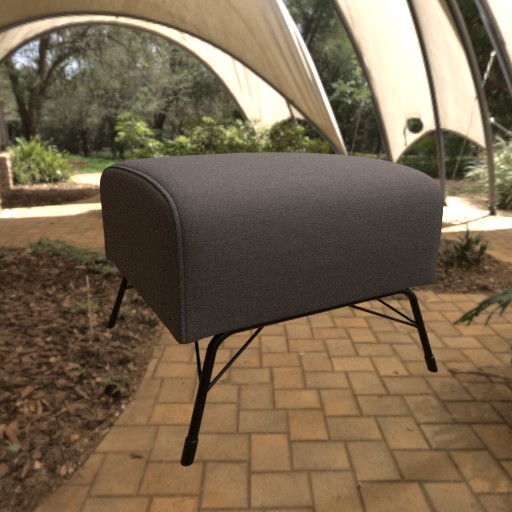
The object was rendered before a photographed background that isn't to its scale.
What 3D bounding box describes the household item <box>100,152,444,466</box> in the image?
[{"bbox_3d":[0.000,0.000,0.909,0.530,0.410,0.530,-9,18,-28],"label":"household item"}]
